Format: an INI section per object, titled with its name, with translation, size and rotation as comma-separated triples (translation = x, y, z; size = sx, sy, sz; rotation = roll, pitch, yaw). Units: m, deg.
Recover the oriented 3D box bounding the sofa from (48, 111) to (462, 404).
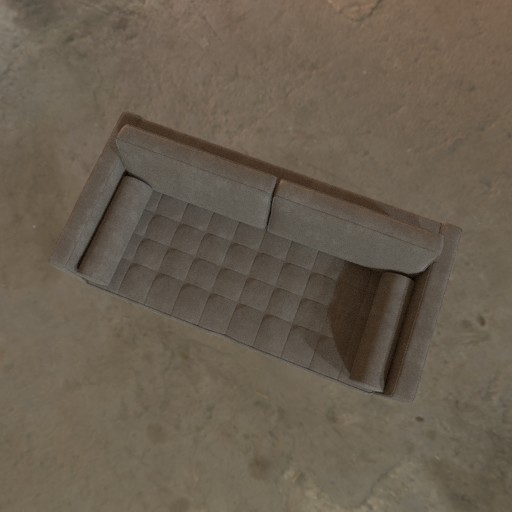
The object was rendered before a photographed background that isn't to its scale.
[sofa]
translation = 0.000, 0.000, 2.335
size = 1.883, 0.769, 0.920
rotation = 20, 77, 5
